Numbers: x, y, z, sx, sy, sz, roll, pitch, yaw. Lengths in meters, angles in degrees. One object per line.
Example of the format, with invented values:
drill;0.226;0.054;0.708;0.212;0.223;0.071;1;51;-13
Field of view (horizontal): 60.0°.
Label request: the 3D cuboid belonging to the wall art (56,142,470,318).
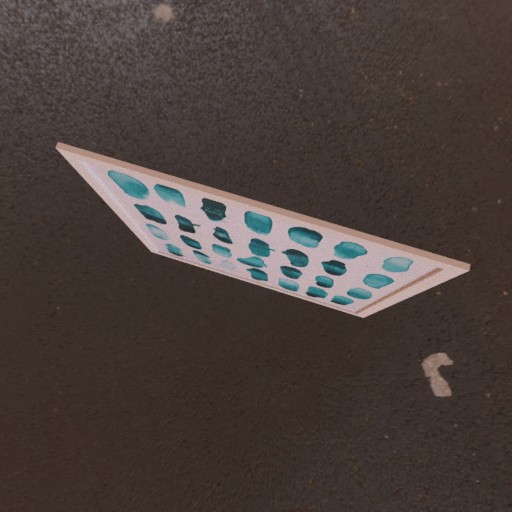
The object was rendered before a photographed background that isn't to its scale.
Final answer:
wall art;0.000;0.000;1.226;0.812;0.813;0.013;17;77;4
